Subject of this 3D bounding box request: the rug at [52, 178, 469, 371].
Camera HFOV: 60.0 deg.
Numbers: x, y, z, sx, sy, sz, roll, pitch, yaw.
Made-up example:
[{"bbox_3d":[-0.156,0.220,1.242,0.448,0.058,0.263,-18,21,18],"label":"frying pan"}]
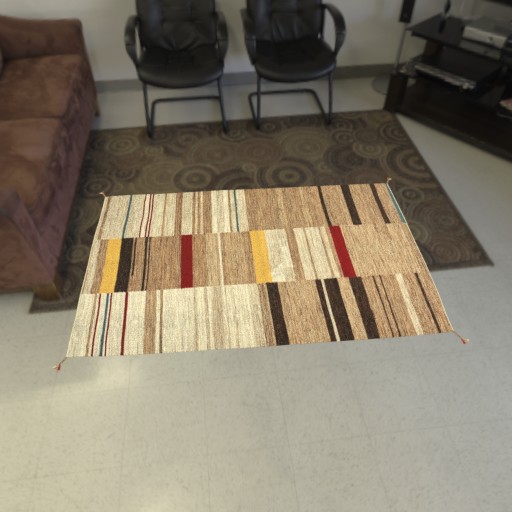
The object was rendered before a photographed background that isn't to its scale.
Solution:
[{"bbox_3d":[0.000,0.000,2.438,1.918,0.007,1.268,-3,47,-3],"label":"rug"}]
